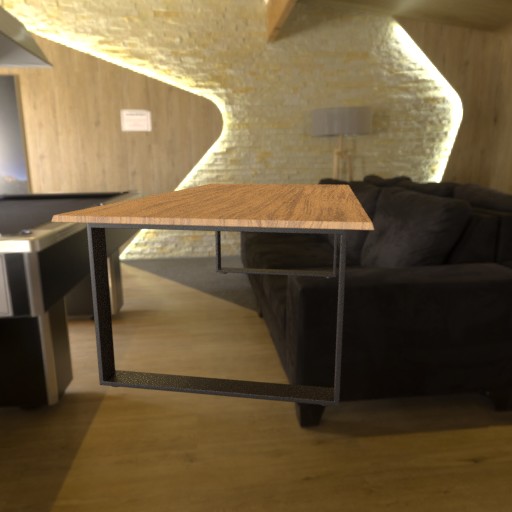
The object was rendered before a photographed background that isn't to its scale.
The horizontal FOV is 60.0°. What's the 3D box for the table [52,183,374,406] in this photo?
[{"bbox_3d":[0.000,0.000,1.608,0.693,0.445,1.331,2,12,9],"label":"table"}]
